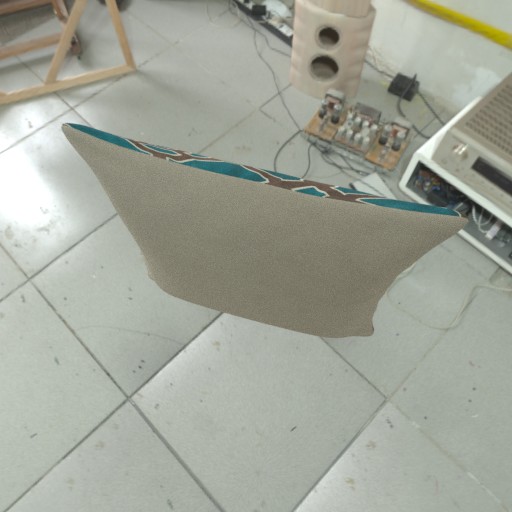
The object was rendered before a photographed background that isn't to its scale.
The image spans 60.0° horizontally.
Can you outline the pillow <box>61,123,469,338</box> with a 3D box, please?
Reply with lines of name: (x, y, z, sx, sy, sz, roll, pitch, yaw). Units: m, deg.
pillow: (0.000, 0.000, 0.774, 0.526, 0.507, 0.166, 14, 65, 7)
